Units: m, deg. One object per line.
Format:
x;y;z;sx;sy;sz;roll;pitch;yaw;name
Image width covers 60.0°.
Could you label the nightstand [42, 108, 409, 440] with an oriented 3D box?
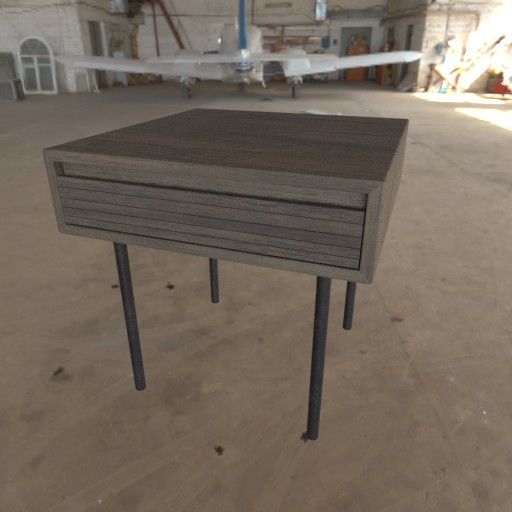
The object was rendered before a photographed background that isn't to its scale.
0.000;0.000;0.904;0.502;0.497;0.503;9;27;18;nightstand
